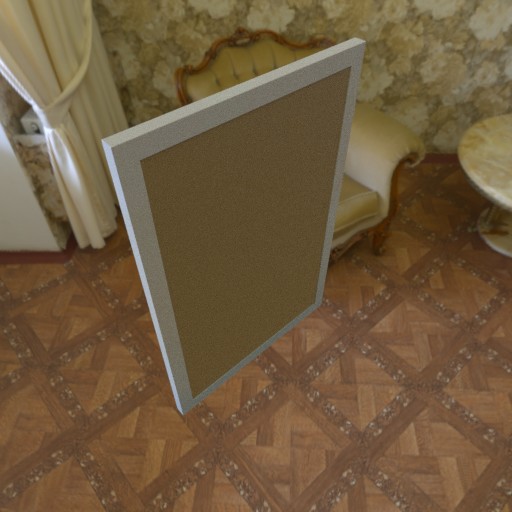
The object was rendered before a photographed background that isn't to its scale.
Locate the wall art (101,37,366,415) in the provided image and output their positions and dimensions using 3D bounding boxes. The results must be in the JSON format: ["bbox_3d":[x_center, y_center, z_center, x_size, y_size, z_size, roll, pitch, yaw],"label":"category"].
[{"bbox_3d":[0.000,0.000,1.423,0.764,1.143,0.038,-33,55,-28],"label":"wall art"}]
